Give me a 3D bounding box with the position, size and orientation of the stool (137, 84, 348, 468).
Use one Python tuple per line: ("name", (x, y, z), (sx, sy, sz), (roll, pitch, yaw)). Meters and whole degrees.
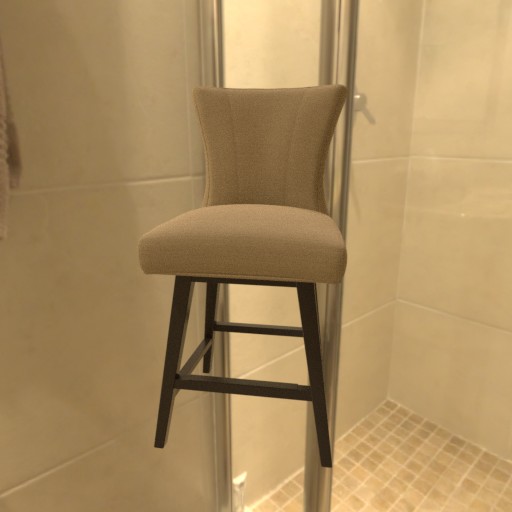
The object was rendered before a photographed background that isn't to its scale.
("stool", (0.000, 0.000, 1.332), (0.514, 1.000, 0.574), (3, 16, 9))
